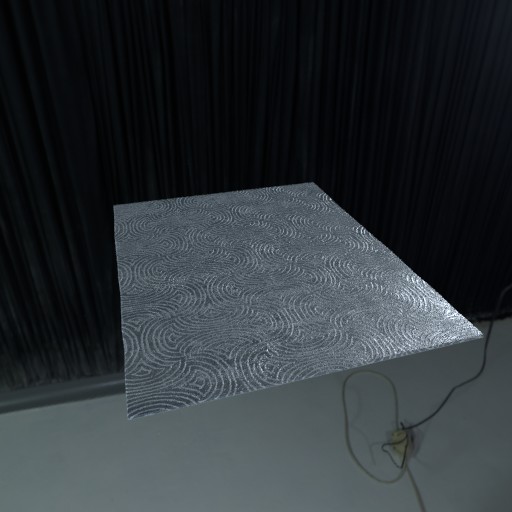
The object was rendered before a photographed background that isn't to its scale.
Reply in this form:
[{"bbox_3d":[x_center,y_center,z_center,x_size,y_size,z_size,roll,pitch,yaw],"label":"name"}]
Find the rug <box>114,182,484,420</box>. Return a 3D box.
[{"bbox_3d":[0.000,0.000,4.065,2.456,0.021,3.042,-9,32,-14],"label":"rug"}]
